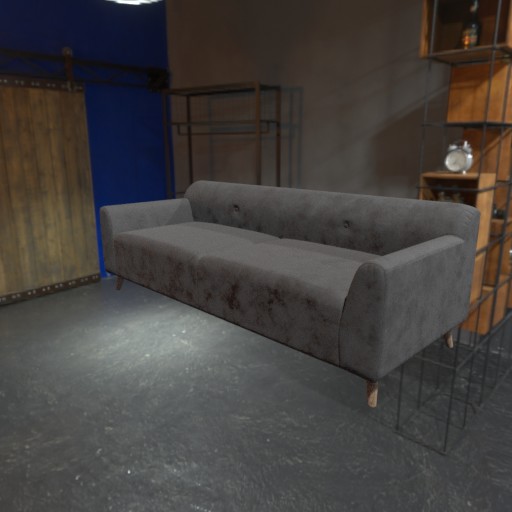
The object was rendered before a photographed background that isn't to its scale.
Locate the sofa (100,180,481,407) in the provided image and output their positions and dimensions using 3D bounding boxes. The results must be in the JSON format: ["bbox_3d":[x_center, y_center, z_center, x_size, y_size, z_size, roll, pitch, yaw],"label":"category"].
[{"bbox_3d":[0.000,0.000,2.655,0.900,0.740,2.190,-14,20,-43],"label":"sofa"}]
